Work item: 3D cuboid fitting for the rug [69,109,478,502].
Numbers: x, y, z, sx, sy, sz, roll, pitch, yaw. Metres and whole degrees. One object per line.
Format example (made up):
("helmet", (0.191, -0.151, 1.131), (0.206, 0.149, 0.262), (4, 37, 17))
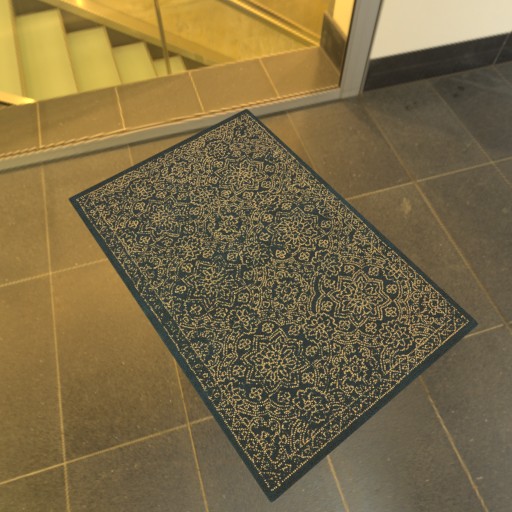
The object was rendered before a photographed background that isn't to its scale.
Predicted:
("rug", (0.000, 0.000, 2.248), (1.219, 0.010, 1.829), (-32, 64, -18))
